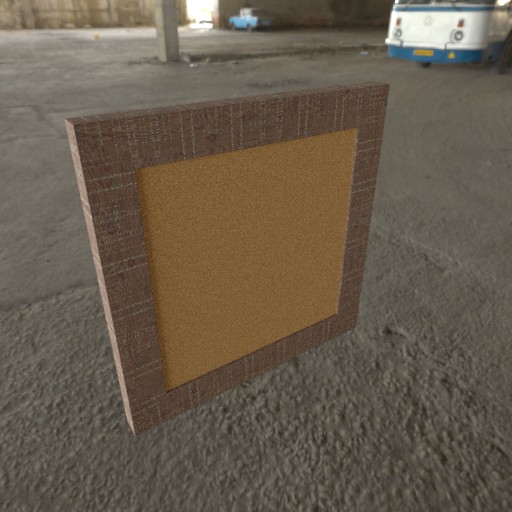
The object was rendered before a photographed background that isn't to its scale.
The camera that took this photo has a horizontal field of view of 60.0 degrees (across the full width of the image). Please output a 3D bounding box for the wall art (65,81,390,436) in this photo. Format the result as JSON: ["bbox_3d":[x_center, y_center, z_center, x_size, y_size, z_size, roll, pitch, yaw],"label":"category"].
[{"bbox_3d":[0.000,0.000,0.780,0.531,0.531,0.040,-18,34,-29],"label":"wall art"}]
